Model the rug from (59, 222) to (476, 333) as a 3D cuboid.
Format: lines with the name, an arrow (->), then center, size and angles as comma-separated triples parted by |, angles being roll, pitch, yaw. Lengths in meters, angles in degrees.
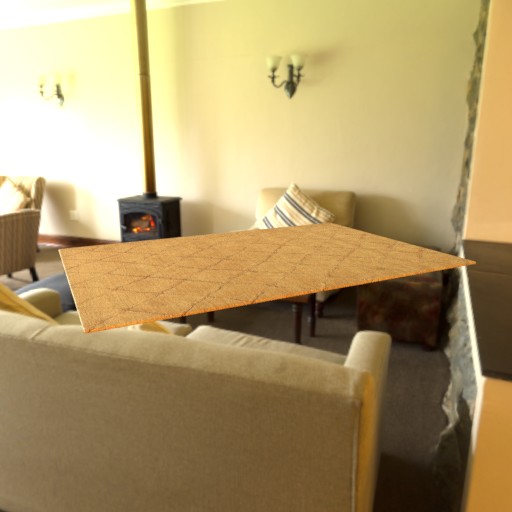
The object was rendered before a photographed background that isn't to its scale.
rug -> 0.000, 0.000, 2.912 | 2.292, 0.014, 1.528 | -7, 16, -26
